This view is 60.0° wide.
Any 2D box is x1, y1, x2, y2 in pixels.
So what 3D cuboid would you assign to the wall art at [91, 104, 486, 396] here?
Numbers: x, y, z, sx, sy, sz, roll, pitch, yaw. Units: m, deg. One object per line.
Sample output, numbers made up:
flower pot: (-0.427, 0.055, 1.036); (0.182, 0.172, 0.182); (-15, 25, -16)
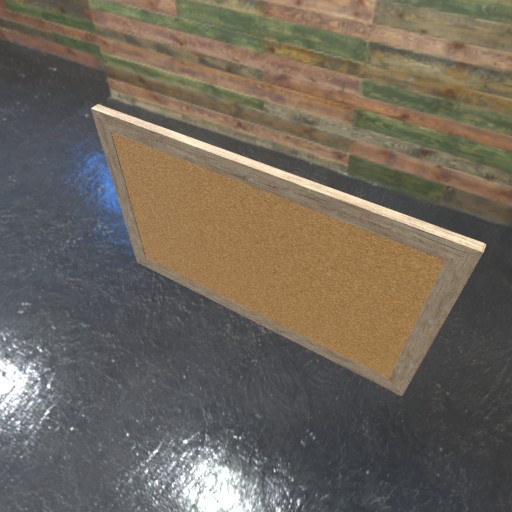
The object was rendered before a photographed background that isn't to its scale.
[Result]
wall art: (0.000, 0.000, 0.959); (0.780, 0.480, 0.021); (24, 52, 20)
